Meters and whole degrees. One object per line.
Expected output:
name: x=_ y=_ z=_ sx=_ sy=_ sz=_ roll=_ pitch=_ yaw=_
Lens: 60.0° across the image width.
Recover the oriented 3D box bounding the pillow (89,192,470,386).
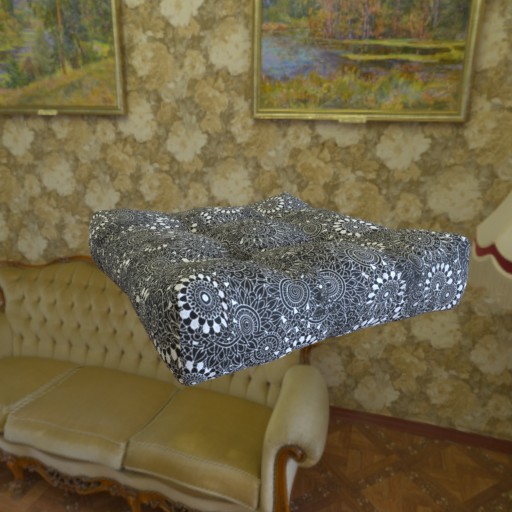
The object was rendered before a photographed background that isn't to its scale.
pillow: x=0.000 y=0.000 z=0.739 sx=0.468 sy=0.128 sz=0.490 roll=-9 pitch=19 yaw=-28
